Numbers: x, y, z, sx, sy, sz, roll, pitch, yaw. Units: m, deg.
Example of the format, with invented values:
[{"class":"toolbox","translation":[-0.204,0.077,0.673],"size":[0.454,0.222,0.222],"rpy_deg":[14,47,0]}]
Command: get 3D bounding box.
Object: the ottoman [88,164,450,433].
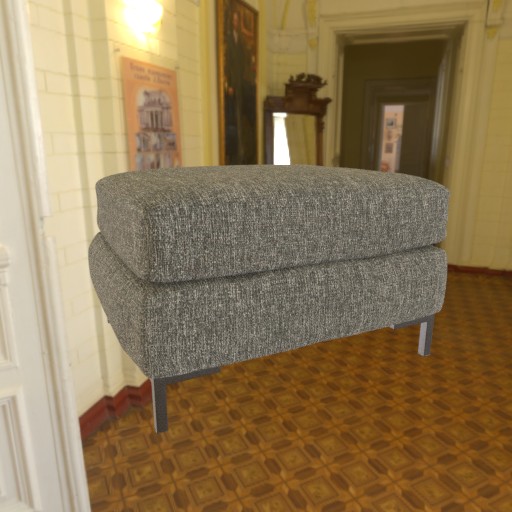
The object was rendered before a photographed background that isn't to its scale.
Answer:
[{"class":"ottoman","translation":[0.000,0.000,1.224],"size":[0.828,0.480,0.683],"rpy_deg":[-7,16,-26]}]
